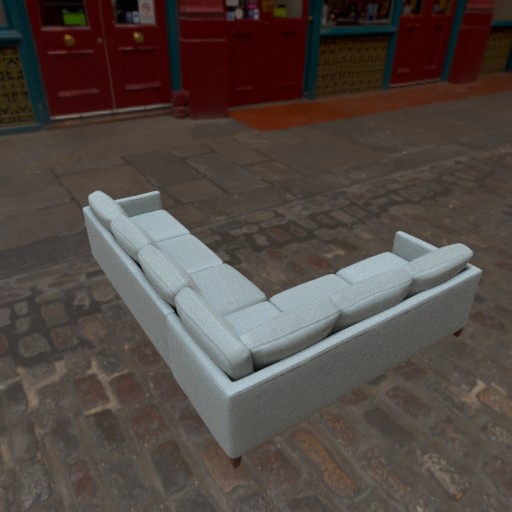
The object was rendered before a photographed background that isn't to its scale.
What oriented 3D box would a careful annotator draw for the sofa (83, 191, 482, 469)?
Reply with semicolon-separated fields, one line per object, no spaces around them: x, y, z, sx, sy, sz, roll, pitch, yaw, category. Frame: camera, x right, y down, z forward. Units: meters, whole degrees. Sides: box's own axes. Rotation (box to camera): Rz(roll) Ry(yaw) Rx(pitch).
0.000;0.000;4.505;2.592;0.947;3.301;-19;35;-28;sofa
